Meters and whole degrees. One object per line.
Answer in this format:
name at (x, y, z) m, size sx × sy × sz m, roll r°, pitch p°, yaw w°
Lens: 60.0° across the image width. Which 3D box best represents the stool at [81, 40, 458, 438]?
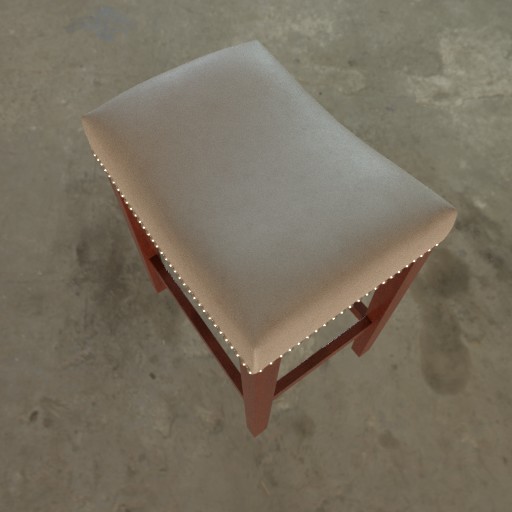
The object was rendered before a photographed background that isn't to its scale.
stool at (0.000, 0.000, 0.926) m, size 0.375 × 0.632 × 0.509 m, roll -32°, pitch 64°, yaw -17°
